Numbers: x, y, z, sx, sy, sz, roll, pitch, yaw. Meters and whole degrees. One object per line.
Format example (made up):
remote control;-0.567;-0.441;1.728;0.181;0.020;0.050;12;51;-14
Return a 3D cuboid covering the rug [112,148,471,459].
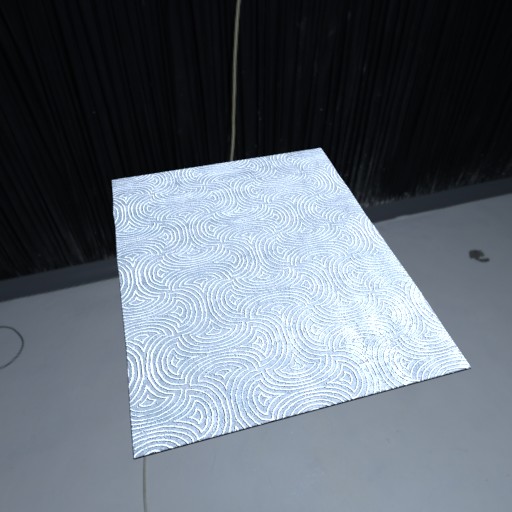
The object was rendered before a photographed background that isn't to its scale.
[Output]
rug;0.000;0.000;4.042;2.456;0.021;3.042;-11;47;-11
